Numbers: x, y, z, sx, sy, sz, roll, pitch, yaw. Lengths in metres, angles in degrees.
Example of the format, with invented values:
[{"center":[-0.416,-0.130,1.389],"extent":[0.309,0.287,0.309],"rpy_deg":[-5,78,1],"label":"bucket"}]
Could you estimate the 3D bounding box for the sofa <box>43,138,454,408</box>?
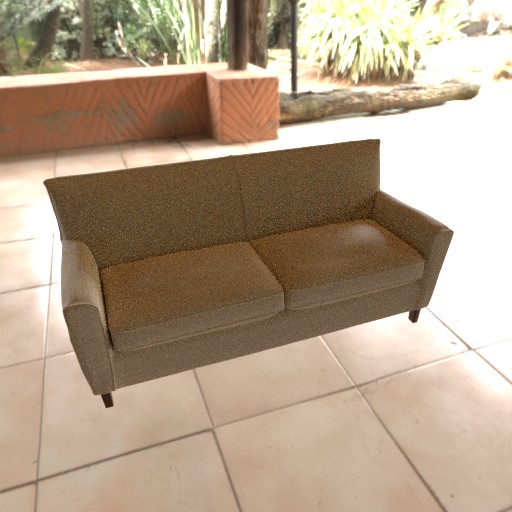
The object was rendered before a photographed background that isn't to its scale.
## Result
[{"center":[0.000,0.000,2.454],"extent":[2.001,0.907,0.841],"rpy_deg":[-11,33,-18],"label":"sofa"}]
